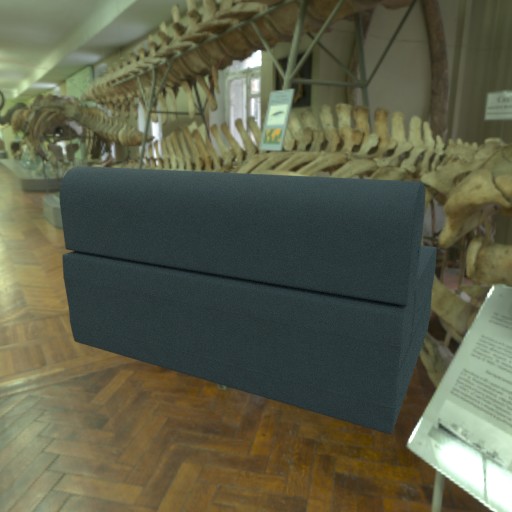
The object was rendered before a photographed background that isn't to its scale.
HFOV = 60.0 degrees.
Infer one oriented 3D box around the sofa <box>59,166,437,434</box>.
[{"bbox_3d":[0.000,0.000,1.670,1.219,0.660,0.762,8,17,26],"label":"sofa"}]
